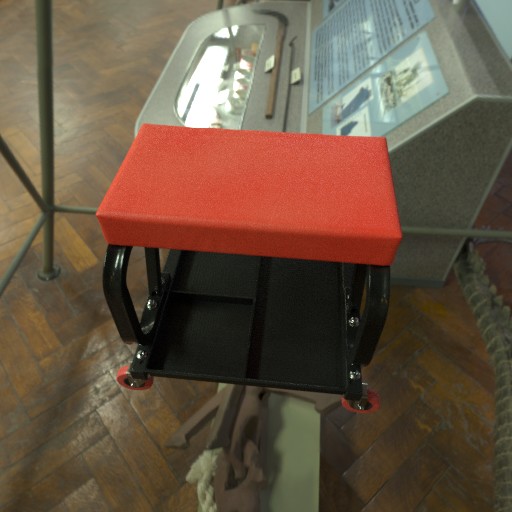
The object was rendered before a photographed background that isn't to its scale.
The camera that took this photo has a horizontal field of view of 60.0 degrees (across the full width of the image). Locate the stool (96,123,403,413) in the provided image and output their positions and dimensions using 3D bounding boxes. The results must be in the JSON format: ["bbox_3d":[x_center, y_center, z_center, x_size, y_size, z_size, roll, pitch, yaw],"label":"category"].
[{"bbox_3d":[0.000,0.000,0.743,0.446,0.380,0.371,4,47,4],"label":"stool"}]
